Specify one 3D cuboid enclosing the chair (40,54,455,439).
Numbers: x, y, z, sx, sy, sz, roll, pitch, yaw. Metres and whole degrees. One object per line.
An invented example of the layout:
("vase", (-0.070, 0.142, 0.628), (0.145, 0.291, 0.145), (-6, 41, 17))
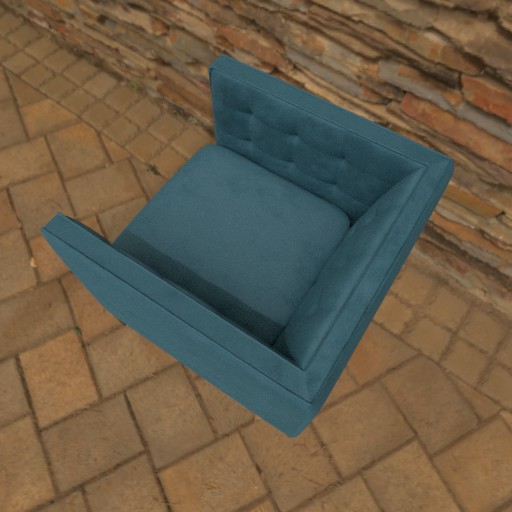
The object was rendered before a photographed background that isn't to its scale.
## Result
("chair", (0.000, 0.000, 1.593), (0.894, 0.790, 0.880), (30, 66, 15))
